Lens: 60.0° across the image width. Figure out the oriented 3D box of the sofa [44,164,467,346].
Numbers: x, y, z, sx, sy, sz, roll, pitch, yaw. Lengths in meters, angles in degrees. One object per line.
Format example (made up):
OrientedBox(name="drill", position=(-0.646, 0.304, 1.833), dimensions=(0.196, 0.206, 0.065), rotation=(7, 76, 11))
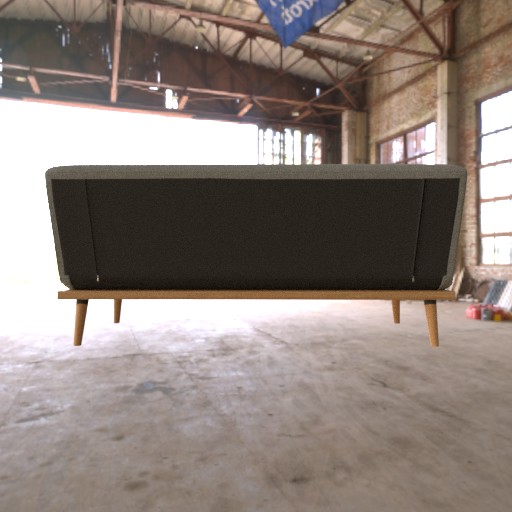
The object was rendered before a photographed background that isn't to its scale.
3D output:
OrientedBox(name="sofa", position=(0.000, 0.000, 2.252), dimensions=(1.820, 0.800, 0.800), rotation=(0, 0, 0))
